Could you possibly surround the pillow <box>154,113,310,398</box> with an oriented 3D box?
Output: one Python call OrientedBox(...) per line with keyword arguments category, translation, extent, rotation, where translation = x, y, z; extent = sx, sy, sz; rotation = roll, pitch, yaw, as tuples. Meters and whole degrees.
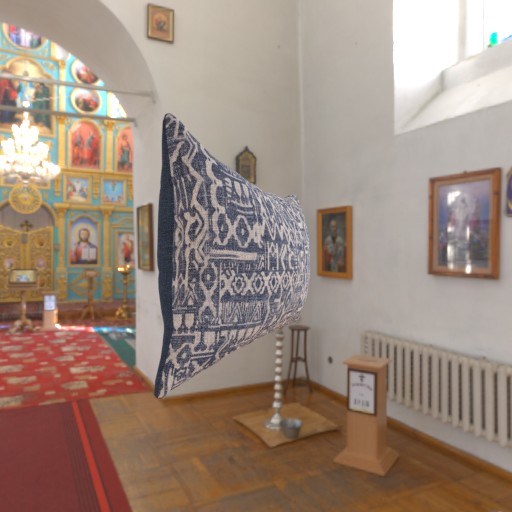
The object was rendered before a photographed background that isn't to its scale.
OrientedBox(category="pillow", translation=(0.000, 0.000, 0.737), extent=(0.148, 0.292, 0.631), rotation=(0, -1, 18))
